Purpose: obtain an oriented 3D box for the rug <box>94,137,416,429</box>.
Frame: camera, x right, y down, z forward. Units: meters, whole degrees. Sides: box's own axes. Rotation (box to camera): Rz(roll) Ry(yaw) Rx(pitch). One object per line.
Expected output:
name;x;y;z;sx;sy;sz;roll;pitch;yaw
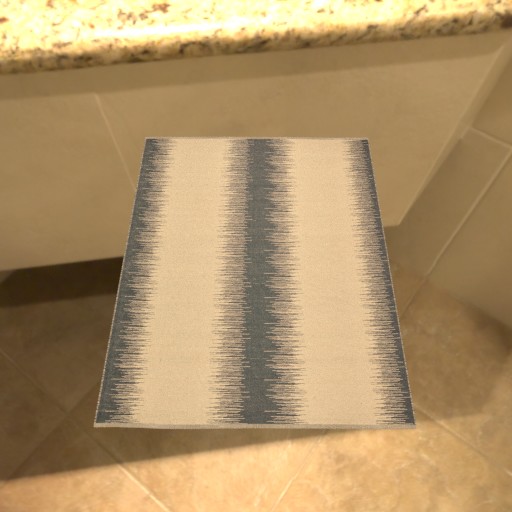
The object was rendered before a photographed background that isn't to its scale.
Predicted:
rug;0.000;0.000;4.118;2.453;0.004;3.037;0;60;0
